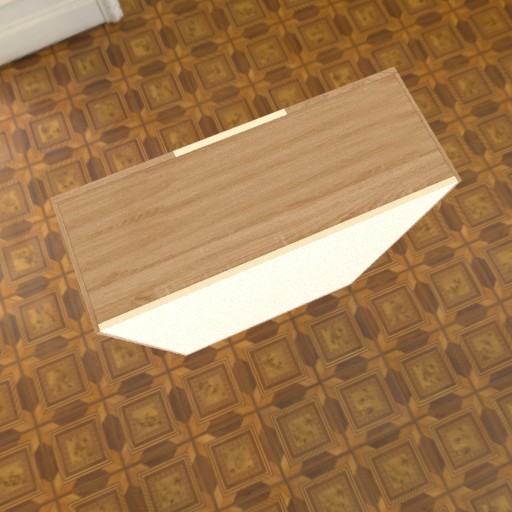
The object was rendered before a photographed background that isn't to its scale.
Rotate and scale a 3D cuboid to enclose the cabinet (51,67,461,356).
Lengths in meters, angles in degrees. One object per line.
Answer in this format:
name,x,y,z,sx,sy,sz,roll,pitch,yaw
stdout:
cabinet,0.000,0.000,2.751,1.500,2.120,0.590,-23,76,-6
